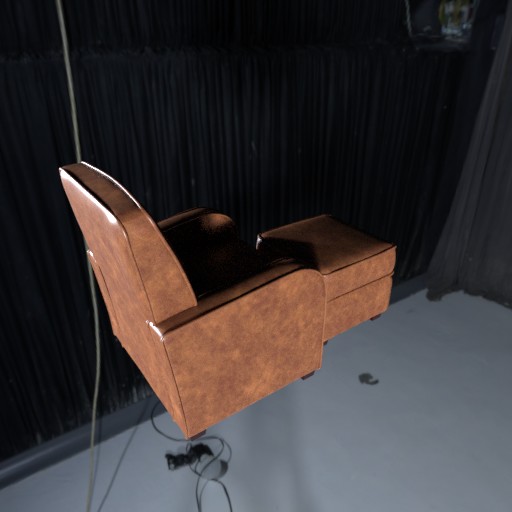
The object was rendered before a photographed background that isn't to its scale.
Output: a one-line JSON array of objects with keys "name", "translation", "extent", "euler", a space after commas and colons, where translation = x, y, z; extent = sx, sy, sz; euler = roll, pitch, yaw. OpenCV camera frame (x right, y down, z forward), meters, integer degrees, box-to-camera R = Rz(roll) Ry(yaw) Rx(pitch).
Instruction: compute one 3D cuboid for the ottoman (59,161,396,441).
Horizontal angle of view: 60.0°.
[{"name": "ottoman", "translation": [0.000, 0.000, 1.896], "extent": [1.314, 0.904, 0.732], "euler": [-19, 33, -31]}]
